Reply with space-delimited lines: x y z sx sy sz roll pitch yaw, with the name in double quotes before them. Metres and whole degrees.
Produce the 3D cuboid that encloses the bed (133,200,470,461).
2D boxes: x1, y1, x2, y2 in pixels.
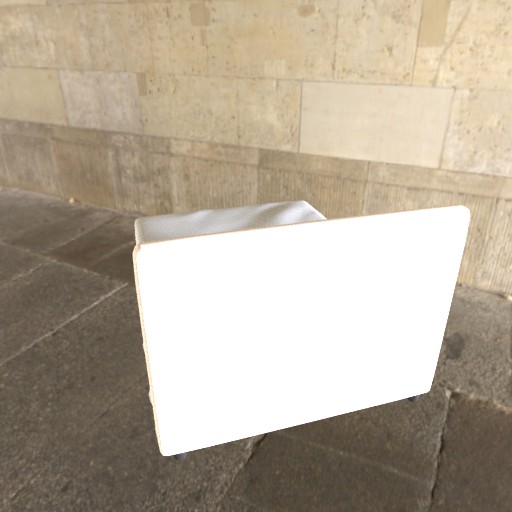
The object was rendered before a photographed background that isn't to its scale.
"bed" 0.000 0.000 3.226 1.748 1.330 2.142 -8 28 -15
